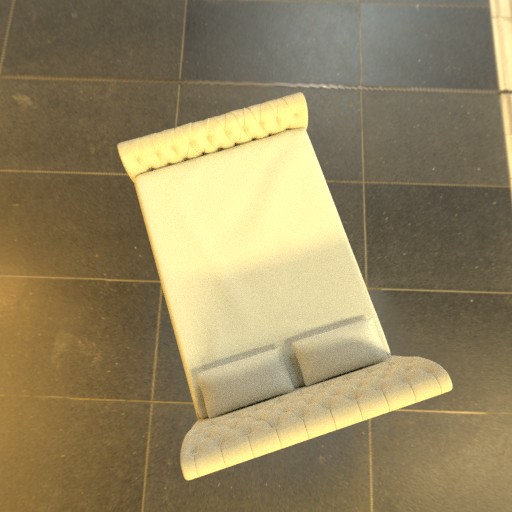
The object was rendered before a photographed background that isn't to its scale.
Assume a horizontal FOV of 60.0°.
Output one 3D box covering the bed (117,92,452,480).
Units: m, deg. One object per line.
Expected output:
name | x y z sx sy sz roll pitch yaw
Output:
bed | 0.000 0.000 3.365 1.606 1.268 2.493 -17 77 -4
